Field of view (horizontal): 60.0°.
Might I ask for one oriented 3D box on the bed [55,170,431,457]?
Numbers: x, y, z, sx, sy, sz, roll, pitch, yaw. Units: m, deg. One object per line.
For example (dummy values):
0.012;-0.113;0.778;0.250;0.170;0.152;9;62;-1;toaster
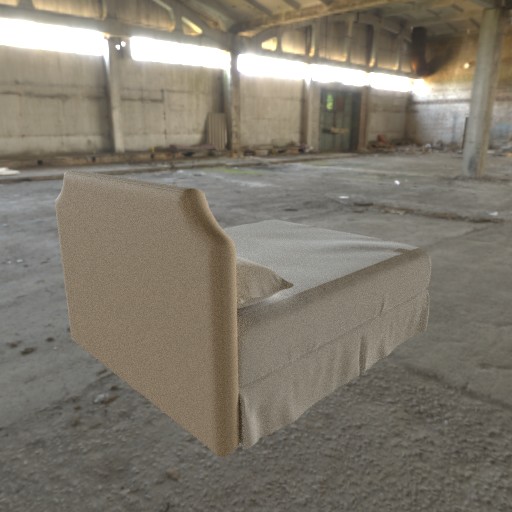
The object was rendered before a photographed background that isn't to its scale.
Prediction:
0.000;0.000;3.838;2.548;1.524;2.134;-15;22;-42;bed
